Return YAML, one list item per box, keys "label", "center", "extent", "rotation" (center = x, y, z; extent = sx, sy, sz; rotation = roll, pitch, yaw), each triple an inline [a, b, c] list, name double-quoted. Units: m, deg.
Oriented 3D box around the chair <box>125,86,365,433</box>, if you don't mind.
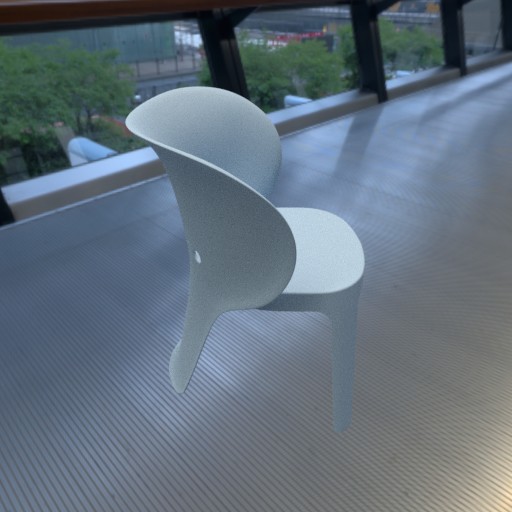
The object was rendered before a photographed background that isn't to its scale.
- label: "chair"
  center: [0.000, 0.000, 0.853]
  extent: [0.402, 0.554, 0.451]
  rotation: [0, 31, 0]
